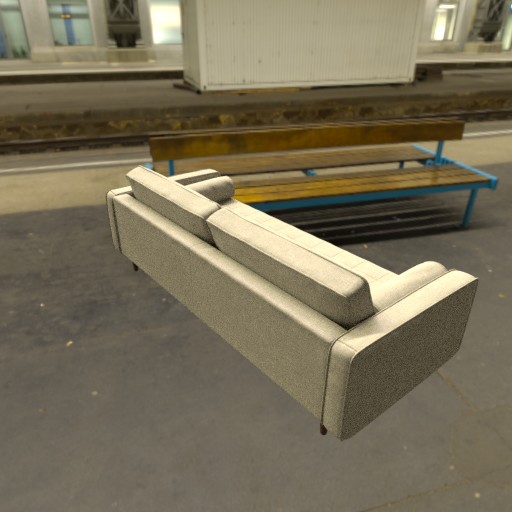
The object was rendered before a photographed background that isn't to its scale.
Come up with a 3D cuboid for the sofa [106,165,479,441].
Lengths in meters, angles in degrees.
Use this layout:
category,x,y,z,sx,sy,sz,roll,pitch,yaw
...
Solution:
category,x,y,z,sx,sy,sz,roll,pitch,yaw
sofa,0.000,0.000,2.619,0.914,0.762,2.211,-21,34,-34
